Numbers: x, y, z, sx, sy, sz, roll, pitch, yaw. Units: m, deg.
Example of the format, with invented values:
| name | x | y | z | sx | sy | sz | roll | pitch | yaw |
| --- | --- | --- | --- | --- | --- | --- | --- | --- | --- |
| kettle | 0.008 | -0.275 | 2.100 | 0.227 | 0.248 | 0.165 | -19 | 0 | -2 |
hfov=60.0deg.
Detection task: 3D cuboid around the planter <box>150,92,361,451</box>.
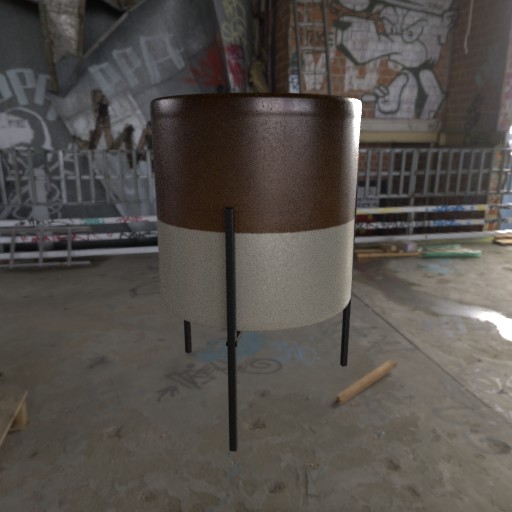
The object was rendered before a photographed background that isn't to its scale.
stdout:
| name | x | y | z | sx | sy | sz | roll | pitch | yaw |
| --- | --- | --- | --- | --- | --- | --- | --- | --- | --- |
| planter | 0.000 | 0.000 | 0.566 | 0.255 | 0.375 | 0.269 | 2 | 15 | 8 |
